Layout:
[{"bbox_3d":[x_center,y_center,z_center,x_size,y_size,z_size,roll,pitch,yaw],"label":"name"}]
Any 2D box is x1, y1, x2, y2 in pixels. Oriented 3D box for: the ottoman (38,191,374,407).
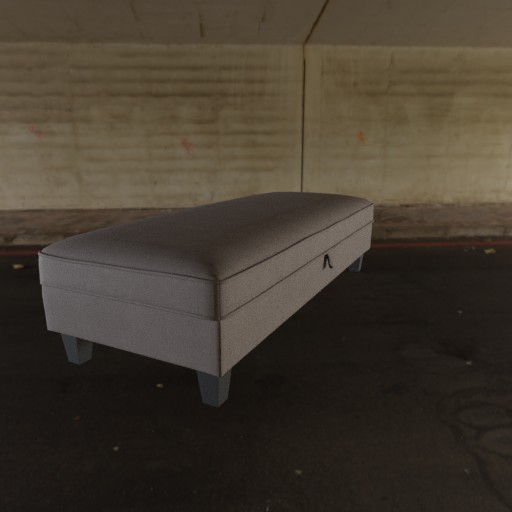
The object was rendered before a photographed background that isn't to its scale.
[{"bbox_3d":[0.000,0.000,2.062,0.751,0.470,1.764,7,16,26],"label":"ottoman"}]
